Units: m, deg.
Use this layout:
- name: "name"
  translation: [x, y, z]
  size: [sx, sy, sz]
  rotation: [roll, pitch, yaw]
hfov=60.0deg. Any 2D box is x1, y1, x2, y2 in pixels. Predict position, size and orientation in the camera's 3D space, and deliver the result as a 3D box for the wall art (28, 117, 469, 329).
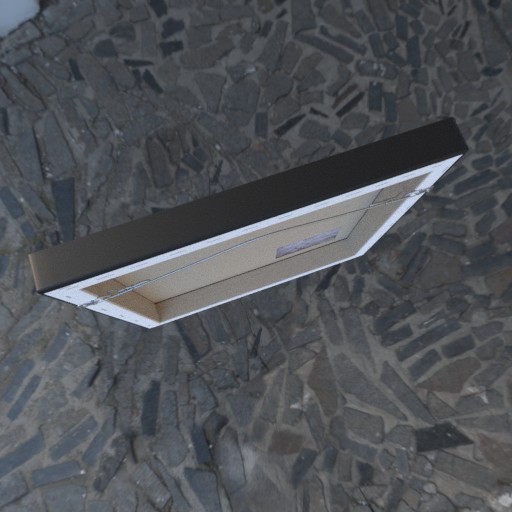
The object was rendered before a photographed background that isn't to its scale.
- name: "wall art"
  translation: [0.000, 0.000, 0.591]
  size: [0.406, 0.407, 0.041]
  rotation: [-19, 77, -4]
